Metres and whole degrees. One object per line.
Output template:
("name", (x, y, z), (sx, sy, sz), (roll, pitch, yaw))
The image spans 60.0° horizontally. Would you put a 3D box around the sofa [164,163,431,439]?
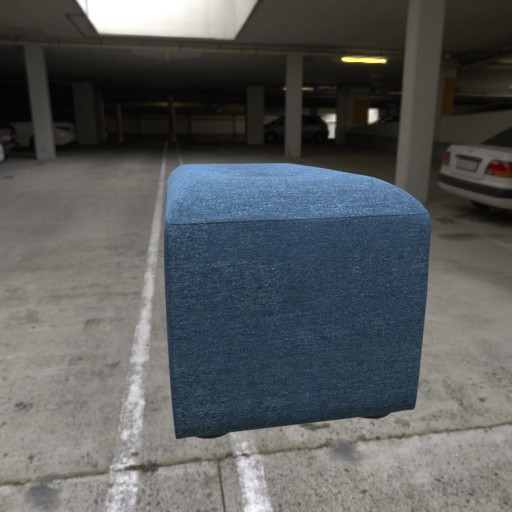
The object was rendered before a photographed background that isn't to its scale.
("sofa", (0.000, 0.000, 1.205), (0.480, 0.470, 0.930), (-3, 14, -10))
